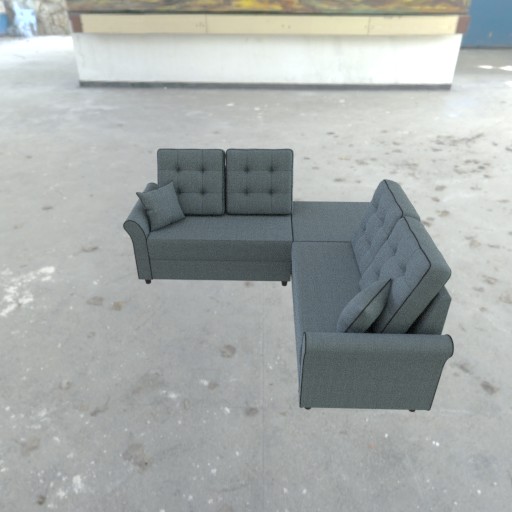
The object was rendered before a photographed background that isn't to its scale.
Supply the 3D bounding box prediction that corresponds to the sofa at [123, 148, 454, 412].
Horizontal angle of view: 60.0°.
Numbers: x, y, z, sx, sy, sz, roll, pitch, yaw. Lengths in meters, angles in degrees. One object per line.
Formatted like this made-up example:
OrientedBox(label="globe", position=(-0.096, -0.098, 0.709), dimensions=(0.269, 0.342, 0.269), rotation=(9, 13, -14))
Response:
OrientedBox(label="sofa", position=(0.000, 0.000, 3.195), dimensions=(2.068, 0.988, 2.070), rotation=(1, 32, 1))
